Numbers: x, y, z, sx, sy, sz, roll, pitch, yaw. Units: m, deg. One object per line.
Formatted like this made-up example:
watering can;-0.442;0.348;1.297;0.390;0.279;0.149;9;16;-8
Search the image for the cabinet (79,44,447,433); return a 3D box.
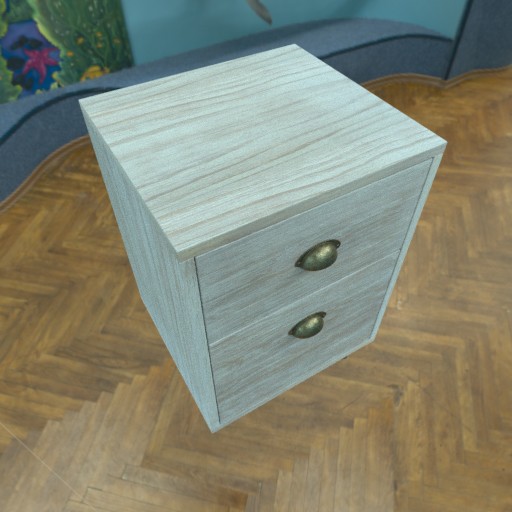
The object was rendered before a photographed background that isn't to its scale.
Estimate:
cabinet;0.000;0.000;0.862;0.409;0.579;0.401;-24;52;-20
